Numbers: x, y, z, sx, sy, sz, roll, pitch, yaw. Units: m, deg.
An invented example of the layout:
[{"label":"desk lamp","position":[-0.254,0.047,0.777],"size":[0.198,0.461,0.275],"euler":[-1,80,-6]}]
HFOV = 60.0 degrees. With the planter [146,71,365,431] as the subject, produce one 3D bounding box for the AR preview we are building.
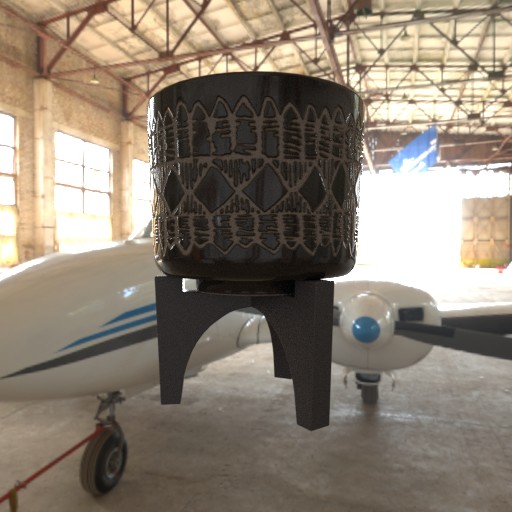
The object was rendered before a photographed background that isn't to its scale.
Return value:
[{"label":"planter","position":[0.000,0.000,0.410],"size":[0.196,0.264,0.196],"euler":[-1,1,-35]}]
